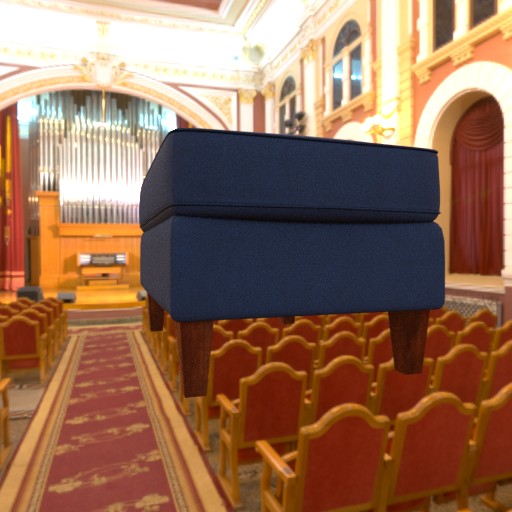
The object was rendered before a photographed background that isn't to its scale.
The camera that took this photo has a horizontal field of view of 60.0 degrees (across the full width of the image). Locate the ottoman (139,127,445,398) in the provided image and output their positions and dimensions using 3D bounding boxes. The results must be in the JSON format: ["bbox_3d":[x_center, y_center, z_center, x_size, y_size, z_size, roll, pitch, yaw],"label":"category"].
[{"bbox_3d":[0.000,0.000,1.423,0.686,0.584,0.965,0,1,-18],"label":"ottoman"}]
